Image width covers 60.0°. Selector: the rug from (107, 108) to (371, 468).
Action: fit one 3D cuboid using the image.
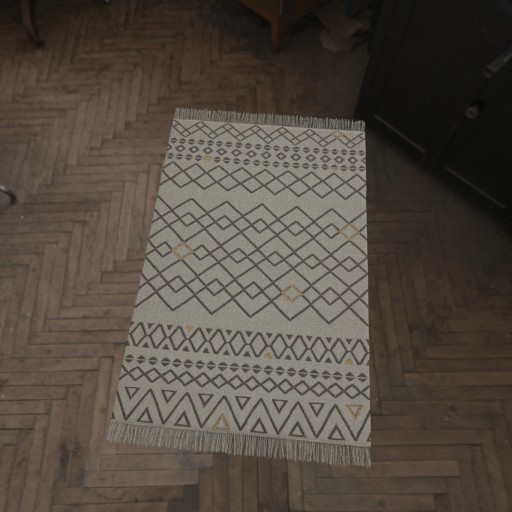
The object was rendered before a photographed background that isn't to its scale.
[{"bbox_3d":[0.000,0.000,2.984,1.495,0.035,2.472,5,66,2],"label":"rug"}]
